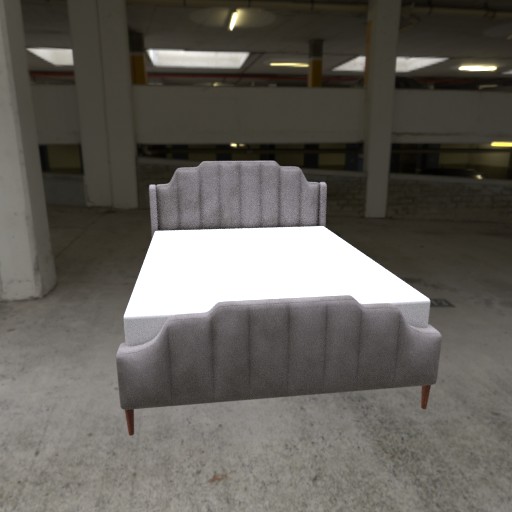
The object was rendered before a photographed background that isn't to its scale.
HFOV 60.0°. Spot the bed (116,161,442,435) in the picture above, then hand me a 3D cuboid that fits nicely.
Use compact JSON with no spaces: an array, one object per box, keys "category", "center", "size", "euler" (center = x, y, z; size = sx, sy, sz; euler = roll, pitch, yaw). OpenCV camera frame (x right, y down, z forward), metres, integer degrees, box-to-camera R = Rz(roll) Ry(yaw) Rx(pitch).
[{"category":"bed","center":[0.000,0.000,3.259],"size":[1.676,1.245,2.340],"euler":[-2,15,-8]}]
